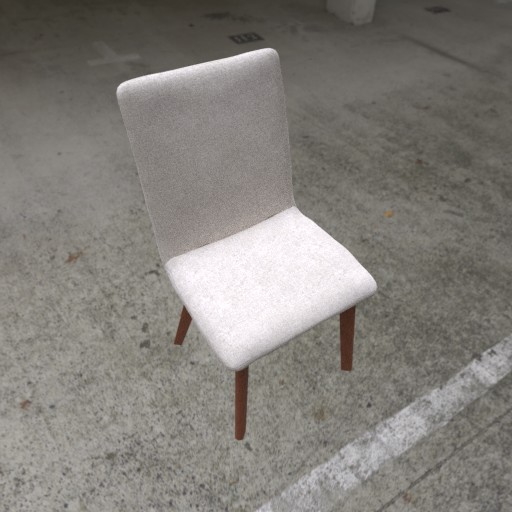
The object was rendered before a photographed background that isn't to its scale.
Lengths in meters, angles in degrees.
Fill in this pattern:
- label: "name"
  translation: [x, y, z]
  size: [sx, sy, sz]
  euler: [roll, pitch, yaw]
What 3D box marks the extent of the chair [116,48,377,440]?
- label: "chair"
  translation: [0.000, 0.000, 1.323]
  size: [0.522, 0.974, 0.563]
  euler: [-25, 51, -22]
